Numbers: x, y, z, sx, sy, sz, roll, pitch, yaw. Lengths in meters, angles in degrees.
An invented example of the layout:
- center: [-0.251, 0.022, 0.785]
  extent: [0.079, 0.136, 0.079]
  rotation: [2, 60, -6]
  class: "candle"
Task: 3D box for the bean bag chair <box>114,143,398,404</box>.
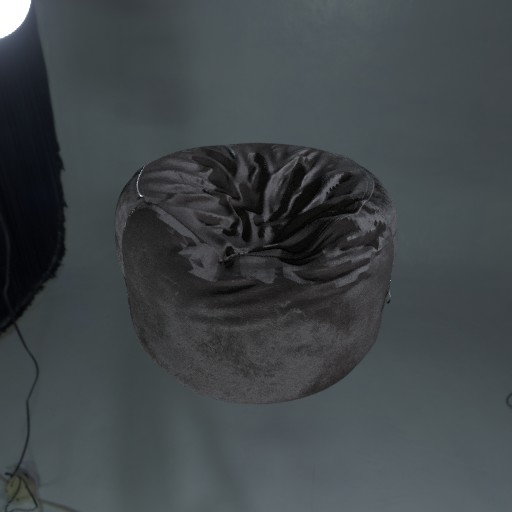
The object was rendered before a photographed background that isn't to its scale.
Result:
- center: [0.000, 0.000, 1.545]
  extent: [0.918, 0.605, 0.918]
  rotation: [0, 31, 0]
  class: "bean bag chair"
